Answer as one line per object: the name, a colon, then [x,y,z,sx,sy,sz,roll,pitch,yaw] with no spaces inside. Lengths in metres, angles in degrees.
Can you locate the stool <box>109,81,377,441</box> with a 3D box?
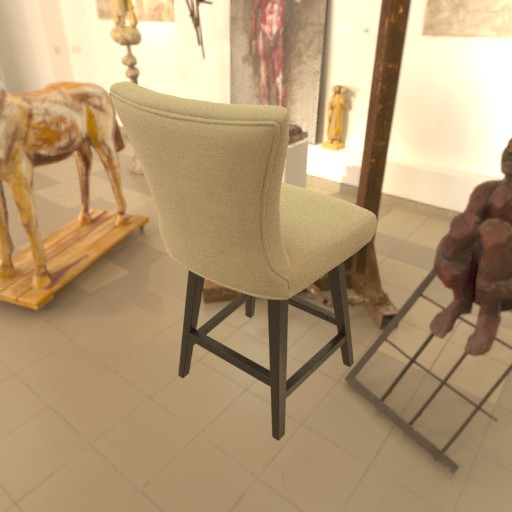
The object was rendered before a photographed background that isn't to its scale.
stool: [0.000,0.000,1.333,0.514,1.000,0.574,22,37,32]
